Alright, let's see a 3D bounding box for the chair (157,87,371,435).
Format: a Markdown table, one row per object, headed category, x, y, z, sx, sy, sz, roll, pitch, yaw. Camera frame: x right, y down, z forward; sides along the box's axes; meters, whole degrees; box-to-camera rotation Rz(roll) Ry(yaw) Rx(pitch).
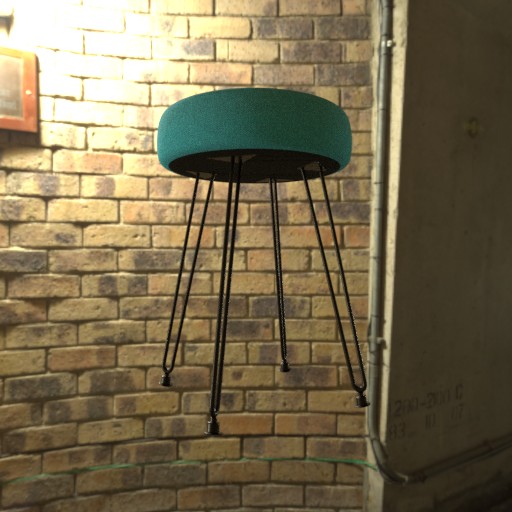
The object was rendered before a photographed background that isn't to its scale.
| category | x | y | z | sx | sy | sz | roll | pitch | yaw |
| --- | --- | --- | --- | --- | --- | --- | --- | --- | --- |
| chair | 0.000 | 0.000 | 0.697 | 0.350 | 0.440 | 0.350 | 0 | 0 | 19 |
